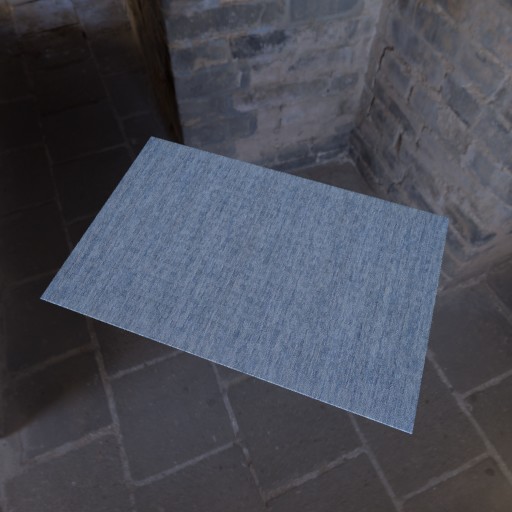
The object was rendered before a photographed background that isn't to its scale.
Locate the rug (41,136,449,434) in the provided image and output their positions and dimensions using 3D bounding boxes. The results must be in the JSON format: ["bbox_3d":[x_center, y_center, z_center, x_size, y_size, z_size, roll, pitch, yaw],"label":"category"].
[{"bbox_3d":[0.000,0.000,2.219,1.752,0.006,1.142,17,60,10],"label":"rug"}]
